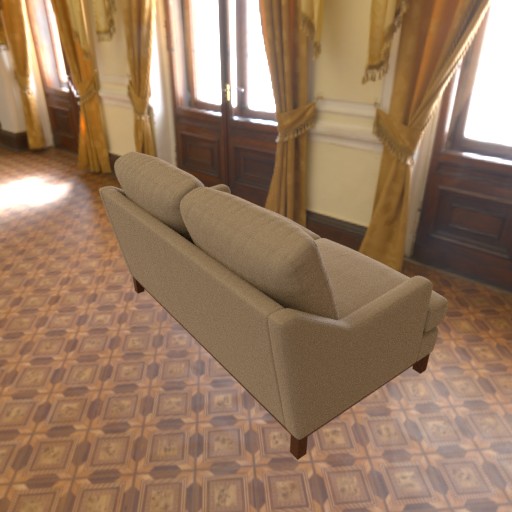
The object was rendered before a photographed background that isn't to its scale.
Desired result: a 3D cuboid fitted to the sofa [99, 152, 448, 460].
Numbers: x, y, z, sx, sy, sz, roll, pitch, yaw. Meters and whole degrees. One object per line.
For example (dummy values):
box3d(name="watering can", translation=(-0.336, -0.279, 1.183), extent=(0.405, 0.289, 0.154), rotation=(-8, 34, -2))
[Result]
box3d(name="sofa", translation=(0.000, 0.000, 2.272), extent=(1.004, 0.910, 1.619), rotation=(-19, 33, -32))
